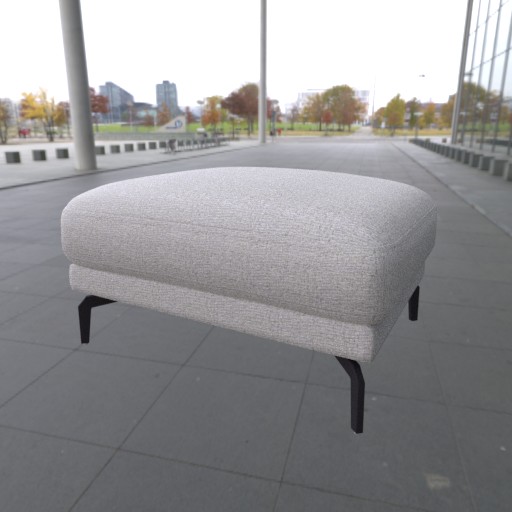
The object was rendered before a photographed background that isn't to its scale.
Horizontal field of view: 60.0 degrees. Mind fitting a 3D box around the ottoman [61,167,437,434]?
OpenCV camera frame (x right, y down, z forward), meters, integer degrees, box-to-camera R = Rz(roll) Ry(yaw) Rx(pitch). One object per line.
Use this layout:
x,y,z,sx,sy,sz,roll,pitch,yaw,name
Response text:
0.000,0.000,1.092,0.772,0.420,0.568,9,18,28,ottoman
